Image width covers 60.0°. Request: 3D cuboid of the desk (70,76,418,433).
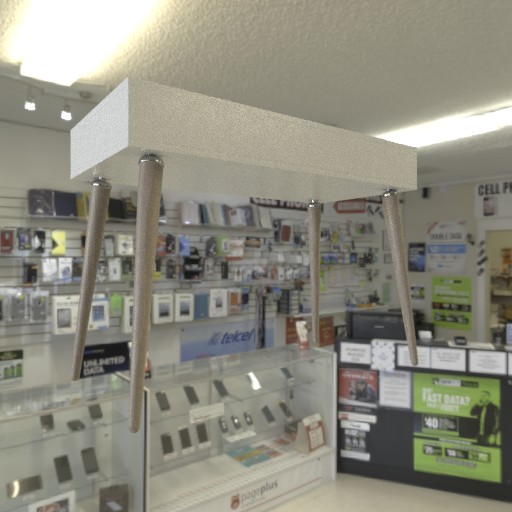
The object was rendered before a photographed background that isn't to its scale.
[{"bbox_3d":[0.000,0.000,1.372,0.979,0.723,0.491,0,0,-36],"label":"desk"}]
